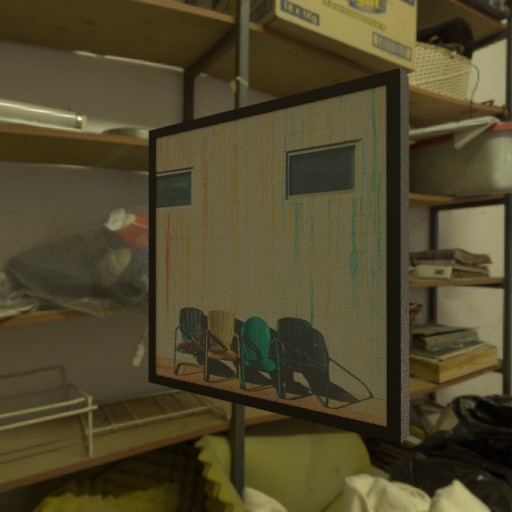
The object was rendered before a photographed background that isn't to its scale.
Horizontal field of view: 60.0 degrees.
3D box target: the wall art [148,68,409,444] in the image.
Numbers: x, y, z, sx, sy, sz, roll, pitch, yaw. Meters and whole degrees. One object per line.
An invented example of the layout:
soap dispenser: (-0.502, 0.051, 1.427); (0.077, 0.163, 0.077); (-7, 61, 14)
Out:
wall art: (0.000, 0.000, 0.759); (0.506, 0.506, 0.037); (0, 0, 36)
